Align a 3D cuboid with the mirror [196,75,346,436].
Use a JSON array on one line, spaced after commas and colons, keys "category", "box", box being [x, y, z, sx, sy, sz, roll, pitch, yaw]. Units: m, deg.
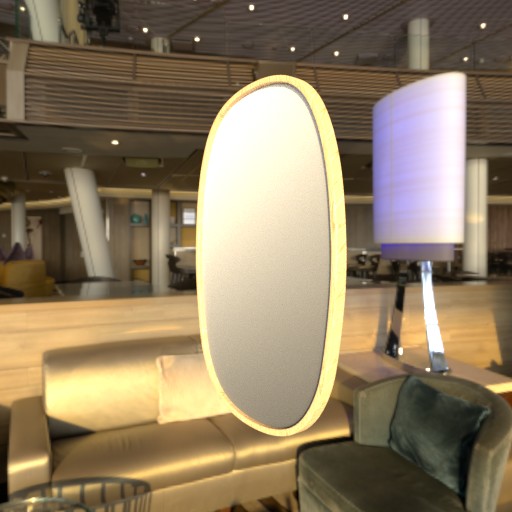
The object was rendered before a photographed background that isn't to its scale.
[{"category": "mirror", "box": [0.000, 0.000, 1.395, 0.037, 1.075, 0.724, -1, 1, -36]}]
